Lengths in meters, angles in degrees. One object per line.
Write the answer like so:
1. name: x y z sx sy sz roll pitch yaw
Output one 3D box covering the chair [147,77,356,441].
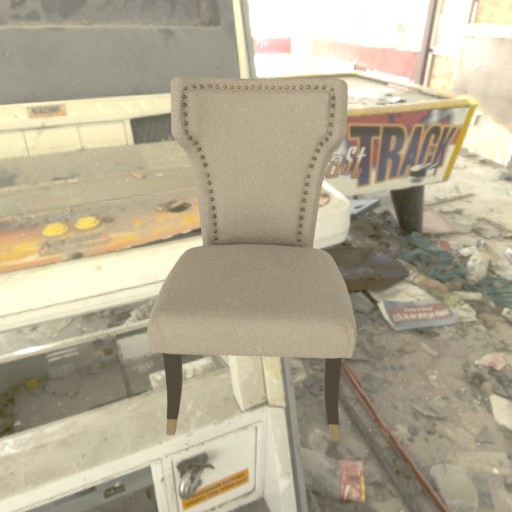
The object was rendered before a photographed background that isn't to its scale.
1. chair: 0.000 0.000 1.323 0.526 0.950 0.630 1 29 2
